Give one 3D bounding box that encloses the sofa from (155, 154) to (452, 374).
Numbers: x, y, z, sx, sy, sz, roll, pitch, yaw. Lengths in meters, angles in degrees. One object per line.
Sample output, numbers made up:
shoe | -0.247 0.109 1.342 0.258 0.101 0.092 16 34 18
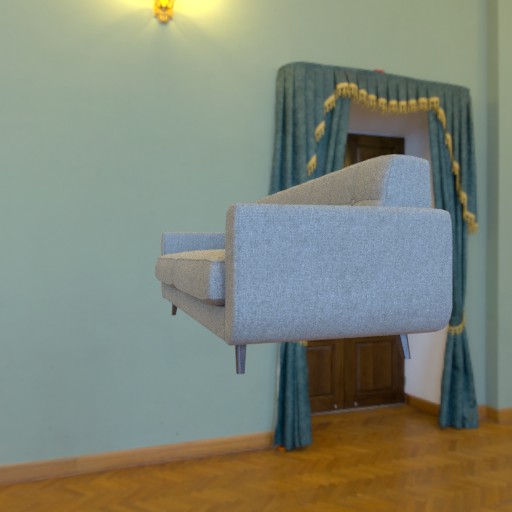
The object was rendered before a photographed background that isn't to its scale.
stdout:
sofa | 0.000 0.000 2.575 0.968 0.873 2.055 0 0 -19
